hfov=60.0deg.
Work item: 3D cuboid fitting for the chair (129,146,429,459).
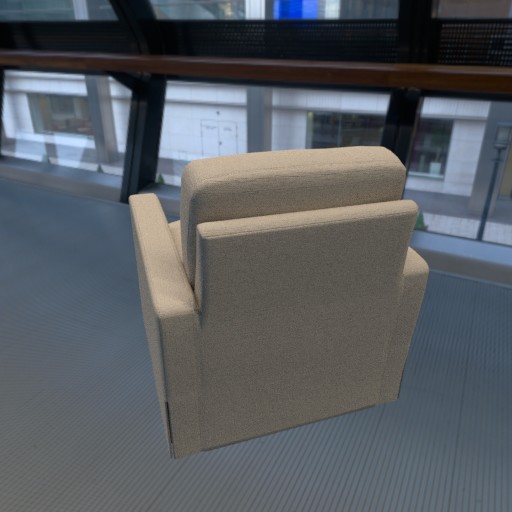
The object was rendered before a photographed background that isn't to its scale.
[{"bbox_3d":[0.000,0.000,1.490,0.755,0.827,0.888,-8,26,-17],"label":"chair"}]
